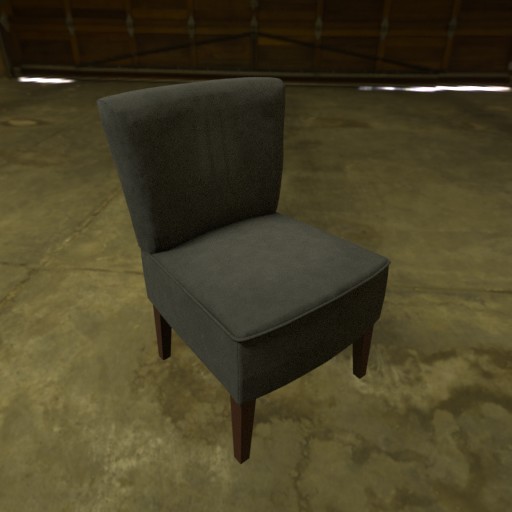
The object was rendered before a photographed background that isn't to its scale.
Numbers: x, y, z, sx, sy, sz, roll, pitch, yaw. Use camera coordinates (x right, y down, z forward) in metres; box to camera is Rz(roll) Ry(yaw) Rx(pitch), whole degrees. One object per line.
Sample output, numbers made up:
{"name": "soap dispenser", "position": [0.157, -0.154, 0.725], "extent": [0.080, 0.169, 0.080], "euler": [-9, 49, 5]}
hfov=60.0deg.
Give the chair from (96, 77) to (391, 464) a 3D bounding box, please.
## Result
{"name": "chair", "position": [0.000, 0.000, 1.166], "extent": [0.521, 0.806, 0.554], "euler": [-22, 36, -33]}
